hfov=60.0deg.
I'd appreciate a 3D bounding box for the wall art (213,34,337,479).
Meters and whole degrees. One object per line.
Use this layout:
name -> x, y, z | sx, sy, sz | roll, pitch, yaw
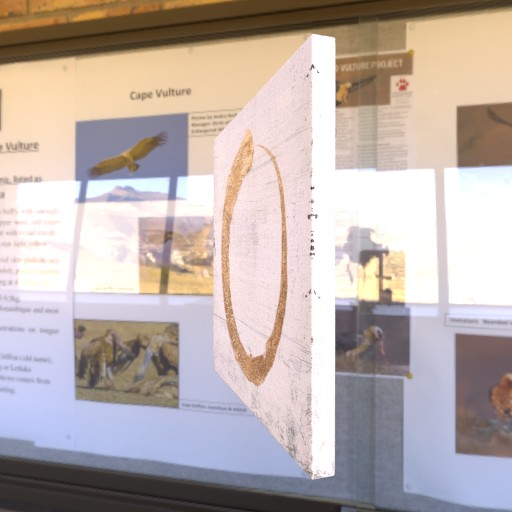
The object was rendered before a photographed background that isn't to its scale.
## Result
wall art -> 0.000, 0.000, 0.898 | 0.040, 0.611, 0.610 | 0, 1, -18
